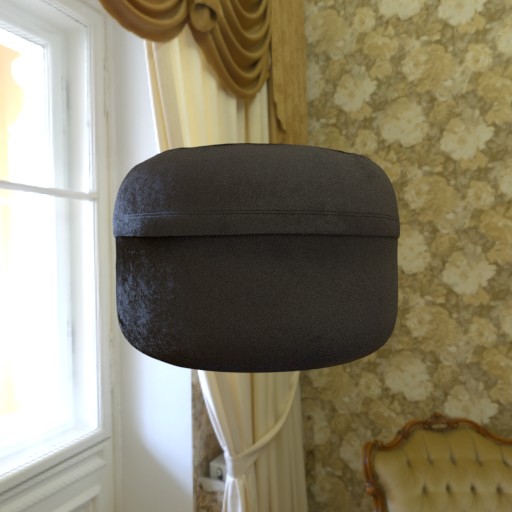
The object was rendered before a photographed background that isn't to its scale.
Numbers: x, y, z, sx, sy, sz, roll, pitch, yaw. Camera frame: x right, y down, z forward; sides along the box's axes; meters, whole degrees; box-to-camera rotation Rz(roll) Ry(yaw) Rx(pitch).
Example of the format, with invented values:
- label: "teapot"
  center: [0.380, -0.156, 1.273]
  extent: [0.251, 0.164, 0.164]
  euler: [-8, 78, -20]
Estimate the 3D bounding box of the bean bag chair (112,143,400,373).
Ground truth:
- label: "bean bag chair"
  center: [0.000, 0.000, 1.492]
  extent: [0.918, 0.605, 0.918]
  euler: [0, 1, 0]
